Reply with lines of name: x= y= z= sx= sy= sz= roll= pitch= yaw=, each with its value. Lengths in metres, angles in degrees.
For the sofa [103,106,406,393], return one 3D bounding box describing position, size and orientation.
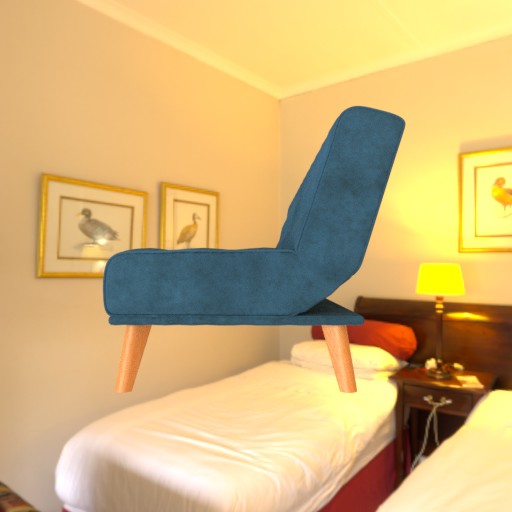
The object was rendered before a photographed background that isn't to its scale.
sofa: x=0.000 y=0.000 z=2.144 sx=0.855 sy=0.813 sz=1.804 roll=0 pitch=-1 yaw=0
